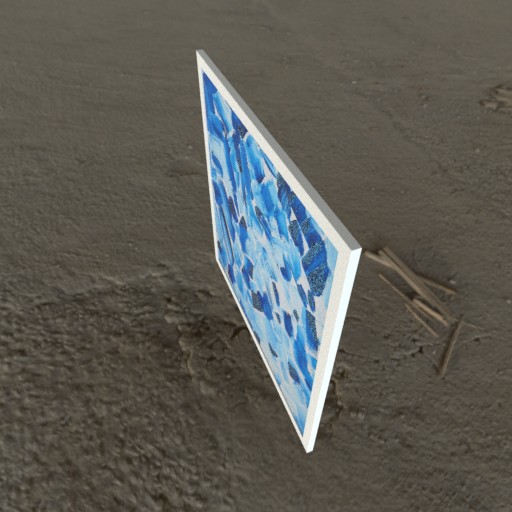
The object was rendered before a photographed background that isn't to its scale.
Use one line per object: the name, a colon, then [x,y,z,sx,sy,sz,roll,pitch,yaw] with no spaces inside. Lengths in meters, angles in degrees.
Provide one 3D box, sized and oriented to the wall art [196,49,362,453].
wall art: [0.000,0.000,0.993,0.015,0.660,0.660,-16,48,-15]
